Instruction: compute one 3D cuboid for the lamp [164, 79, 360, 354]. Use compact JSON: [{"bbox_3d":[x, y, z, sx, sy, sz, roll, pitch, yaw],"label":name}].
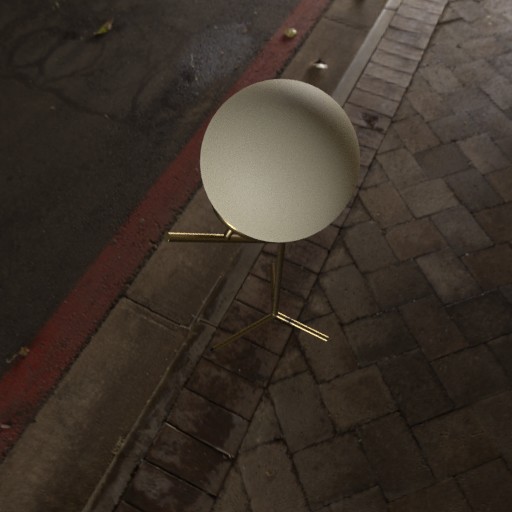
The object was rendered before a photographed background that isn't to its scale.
[{"bbox_3d":[0.000,0.000,0.672,0.251,0.552,0.210,-28,63,-16],"label":"lamp"}]
